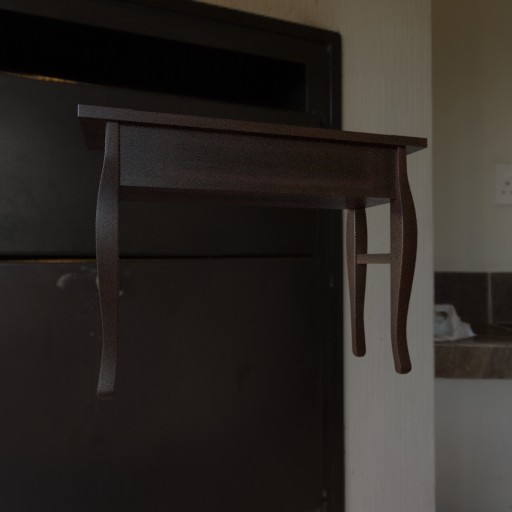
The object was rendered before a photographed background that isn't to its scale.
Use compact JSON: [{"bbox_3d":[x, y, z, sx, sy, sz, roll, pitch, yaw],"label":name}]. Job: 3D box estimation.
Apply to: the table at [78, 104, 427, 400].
[{"bbox_3d":[0.000,0.000,1.456,1.062,0.768,0.373,0,-1,-17],"label":"table"}]
